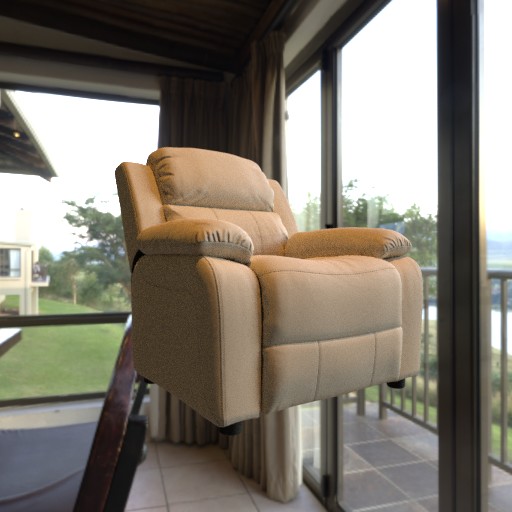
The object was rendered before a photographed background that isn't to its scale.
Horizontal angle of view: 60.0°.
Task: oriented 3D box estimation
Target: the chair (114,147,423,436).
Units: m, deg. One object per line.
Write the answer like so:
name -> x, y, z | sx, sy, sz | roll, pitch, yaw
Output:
chair -> 0.000, 0.000, 1.260 | 0.680, 0.702, 0.709 | 0, 0, -36
